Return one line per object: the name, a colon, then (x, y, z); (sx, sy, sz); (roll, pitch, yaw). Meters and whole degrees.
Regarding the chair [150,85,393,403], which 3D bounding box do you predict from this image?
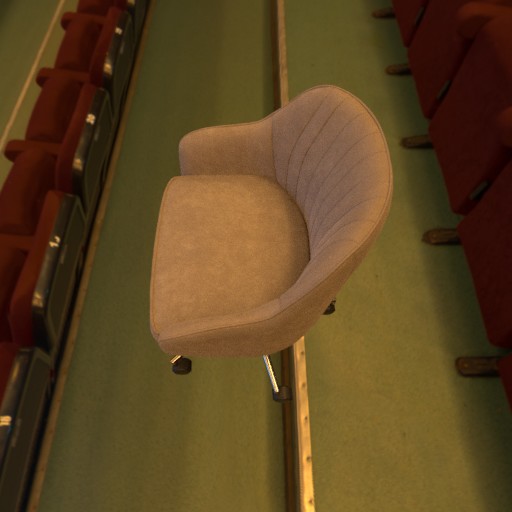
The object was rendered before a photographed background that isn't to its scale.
chair: (0.000, 0.000, 1.266); (0.573, 0.831, 0.635); (-1, 59, 0)
